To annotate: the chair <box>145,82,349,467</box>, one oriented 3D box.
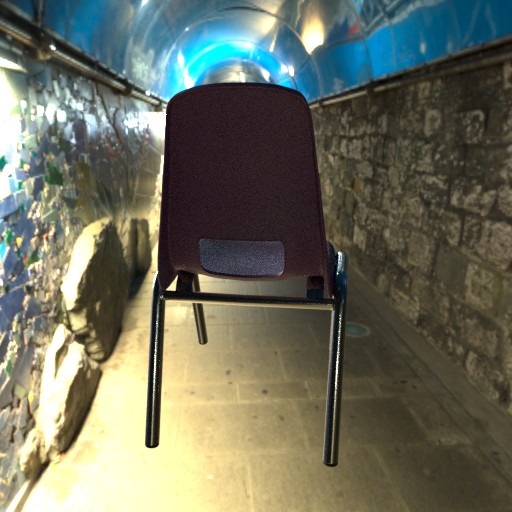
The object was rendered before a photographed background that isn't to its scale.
[{"bbox_3d":[0.000,0.000,0.851,0.356,0.584,0.419,2,15,8],"label":"chair"}]
